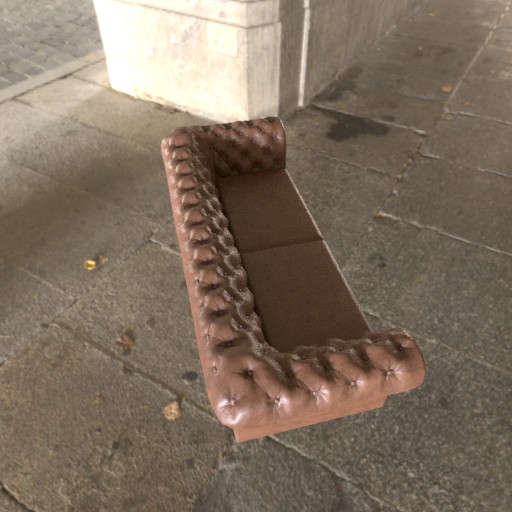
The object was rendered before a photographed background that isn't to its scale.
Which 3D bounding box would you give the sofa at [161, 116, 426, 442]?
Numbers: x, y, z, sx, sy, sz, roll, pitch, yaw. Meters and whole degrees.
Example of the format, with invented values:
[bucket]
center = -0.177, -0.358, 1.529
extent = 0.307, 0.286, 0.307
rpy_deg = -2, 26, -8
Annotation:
[sofa]
center = 0.000, 0.000, 2.840
extent = 0.944, 0.783, 2.385
rpy_deg = -10, 45, -10
